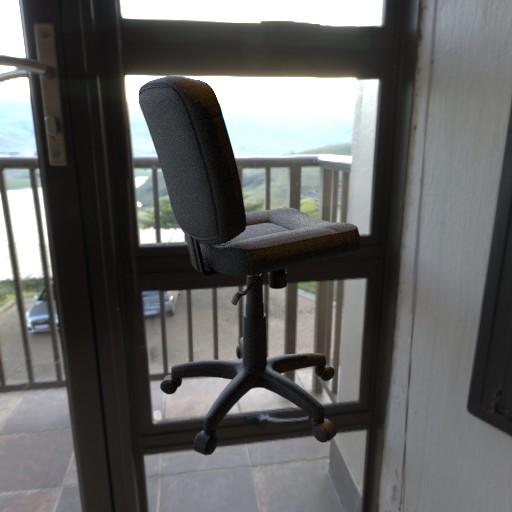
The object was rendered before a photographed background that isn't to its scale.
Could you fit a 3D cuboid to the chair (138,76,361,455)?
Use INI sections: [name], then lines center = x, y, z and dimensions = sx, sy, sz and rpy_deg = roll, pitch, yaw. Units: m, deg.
[chair]
center = 0.000, 0.000, 1.341
dimensions = 0.610, 0.972, 0.610
rpy_deg = -7, 17, -26
